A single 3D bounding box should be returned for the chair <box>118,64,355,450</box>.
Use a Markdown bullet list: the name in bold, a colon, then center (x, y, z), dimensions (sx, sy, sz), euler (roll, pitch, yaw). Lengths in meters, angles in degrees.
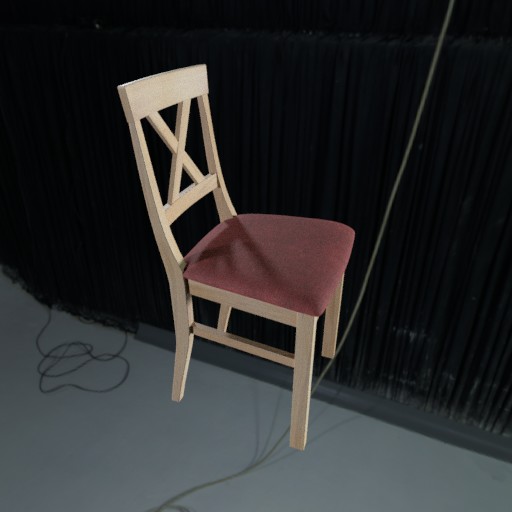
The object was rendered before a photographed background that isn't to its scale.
- **chair**: center (0.000, 0.000, 1.211), dimensions (0.492, 0.912, 0.439), euler (11, 32, 18)
